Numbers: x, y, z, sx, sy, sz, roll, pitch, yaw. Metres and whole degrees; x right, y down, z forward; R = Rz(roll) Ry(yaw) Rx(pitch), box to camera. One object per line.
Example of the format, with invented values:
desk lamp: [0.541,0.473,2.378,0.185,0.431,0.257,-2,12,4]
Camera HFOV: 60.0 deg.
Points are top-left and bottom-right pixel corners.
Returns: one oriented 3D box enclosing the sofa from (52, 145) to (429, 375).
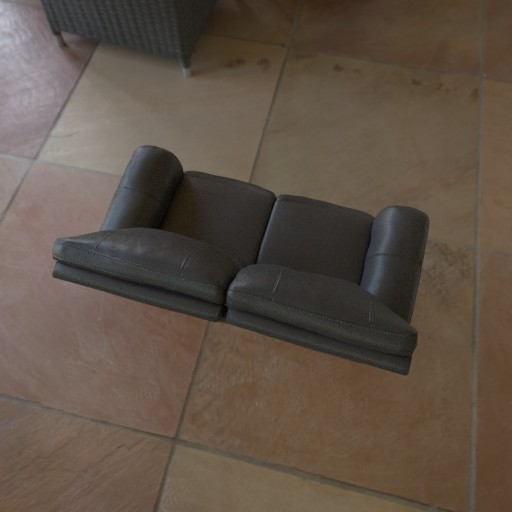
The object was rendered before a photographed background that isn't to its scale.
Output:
sofa: [0.000,0.000,2.505,1.765,1.111,1.104,15,65,7]
